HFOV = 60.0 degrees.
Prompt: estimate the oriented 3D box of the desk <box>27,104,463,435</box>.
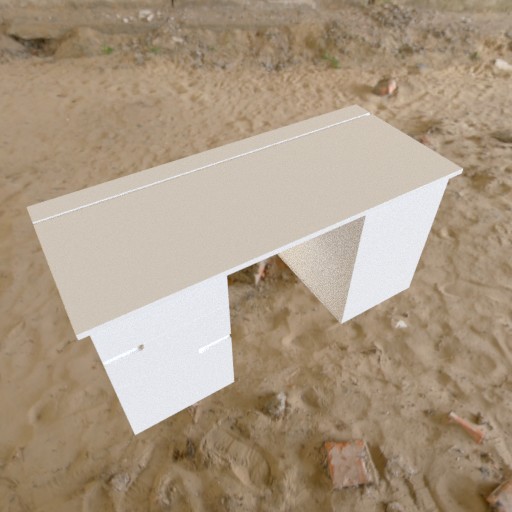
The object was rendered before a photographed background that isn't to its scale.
[{"bbox_3d":[0.000,0.000,1.994,1.580,0.760,0.670,-23,49,-22],"label":"desk"}]
